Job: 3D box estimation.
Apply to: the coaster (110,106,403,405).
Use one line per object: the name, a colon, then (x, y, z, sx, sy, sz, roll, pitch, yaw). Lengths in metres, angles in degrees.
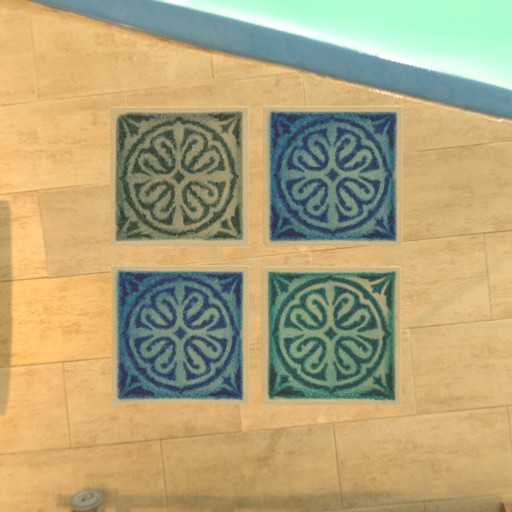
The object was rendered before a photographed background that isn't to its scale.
coaster: (0.000, 0.000, 0.330, 0.214, 0.010, 0.219, 0, 90, 1)
